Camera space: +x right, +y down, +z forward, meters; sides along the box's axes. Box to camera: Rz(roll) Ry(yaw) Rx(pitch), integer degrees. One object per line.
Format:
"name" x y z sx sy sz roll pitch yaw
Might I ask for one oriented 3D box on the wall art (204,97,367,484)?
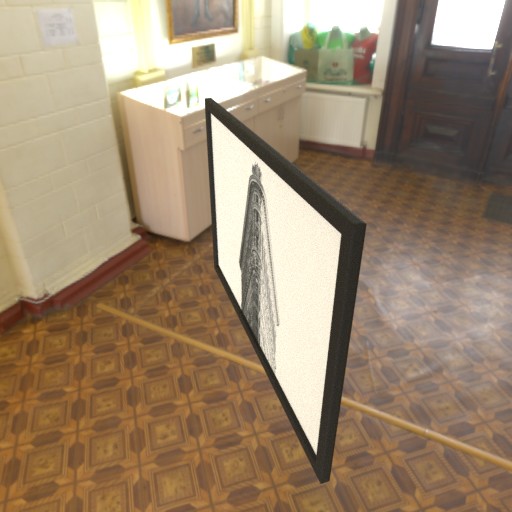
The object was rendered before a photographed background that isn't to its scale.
"wall art" 0.000 0.000 1.232 0.049 0.659 0.964 -9 32 -15
